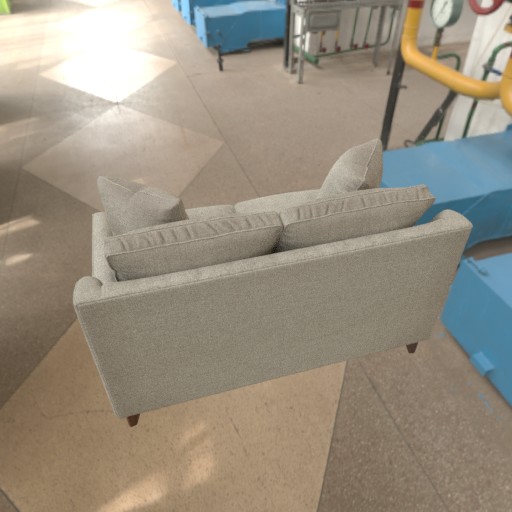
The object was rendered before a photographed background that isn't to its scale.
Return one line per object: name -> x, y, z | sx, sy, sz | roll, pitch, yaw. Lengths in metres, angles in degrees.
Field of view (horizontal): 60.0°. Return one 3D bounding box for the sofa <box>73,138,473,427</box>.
sofa -> 0.000, 0.000, 2.021 | 1.422, 0.863, 0.915 | -11, 41, -13
